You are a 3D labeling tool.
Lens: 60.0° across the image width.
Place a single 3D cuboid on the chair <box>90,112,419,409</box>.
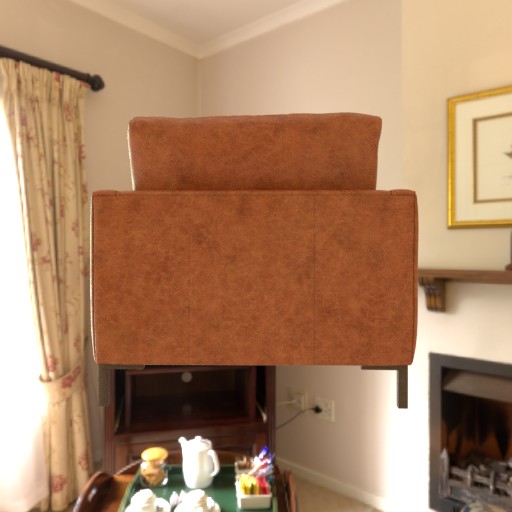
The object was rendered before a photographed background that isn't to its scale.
[{"bbox_3d":[0.000,0.000,1.682,0.967,0.869,0.862,0,0,1],"label":"chair"}]
